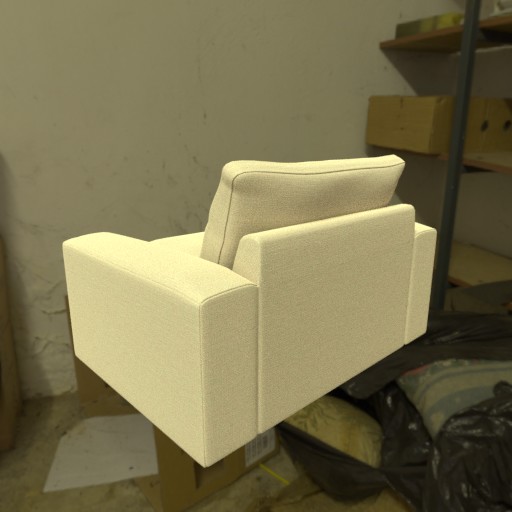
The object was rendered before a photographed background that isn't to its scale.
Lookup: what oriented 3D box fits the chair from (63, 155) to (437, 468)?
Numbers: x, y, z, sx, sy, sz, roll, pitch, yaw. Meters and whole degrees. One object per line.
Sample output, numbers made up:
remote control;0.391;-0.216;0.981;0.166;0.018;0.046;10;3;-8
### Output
chair;0.000;0.000;2.028;1.398;0.915;1.039;-14;20;-41
